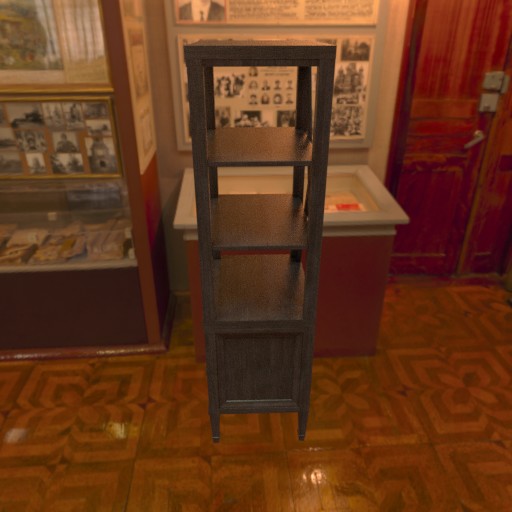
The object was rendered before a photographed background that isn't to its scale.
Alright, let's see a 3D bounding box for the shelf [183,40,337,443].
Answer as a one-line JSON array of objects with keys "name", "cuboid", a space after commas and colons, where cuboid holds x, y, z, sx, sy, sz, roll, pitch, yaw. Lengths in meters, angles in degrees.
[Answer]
[{"name": "shelf", "cuboid": [0.000, 0.000, 1.990, 0.472, 1.727, 0.584, -1, 27, -2]}]
